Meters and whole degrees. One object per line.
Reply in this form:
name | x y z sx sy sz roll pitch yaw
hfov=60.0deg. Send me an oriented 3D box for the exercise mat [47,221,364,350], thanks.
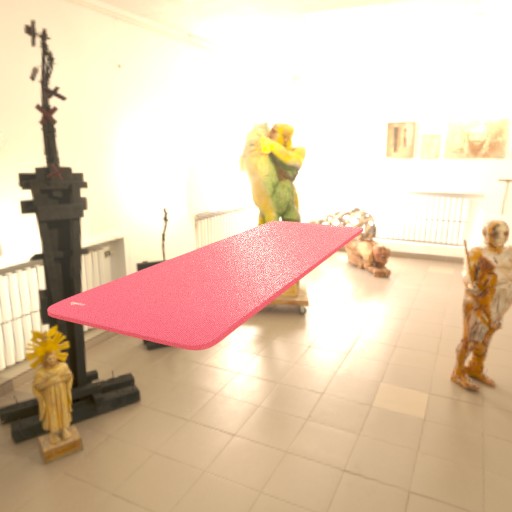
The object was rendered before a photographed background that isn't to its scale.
exercise mat | 0.000 0.000 2.083 0.616 0.021 1.884 7 16 25
